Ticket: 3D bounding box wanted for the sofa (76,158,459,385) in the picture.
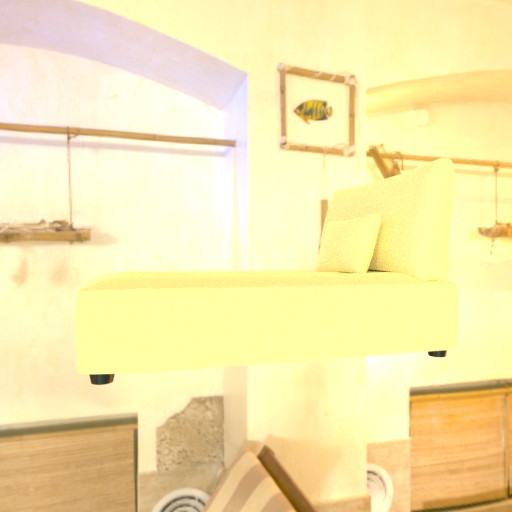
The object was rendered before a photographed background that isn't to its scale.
[{"bbox_3d":[0.000,0.000,2.013,1.450,0.820,0.930,0,-1,-18],"label":"sofa"}]
